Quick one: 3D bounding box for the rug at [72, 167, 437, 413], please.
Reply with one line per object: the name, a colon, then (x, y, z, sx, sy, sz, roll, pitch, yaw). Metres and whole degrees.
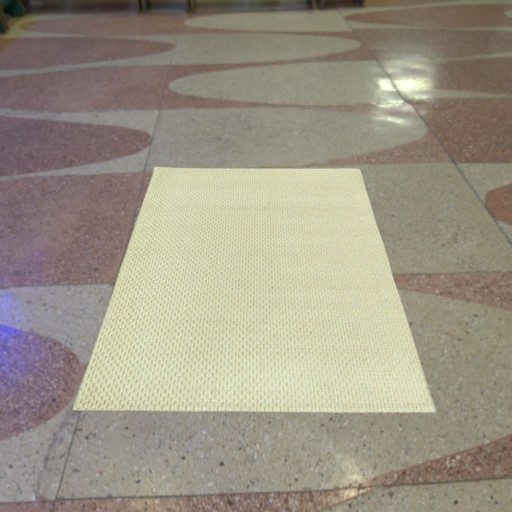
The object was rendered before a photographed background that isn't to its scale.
rug: (0.000, 0.000, 3.830, 2.277, 0.035, 2.897, 0, 42, 0)
